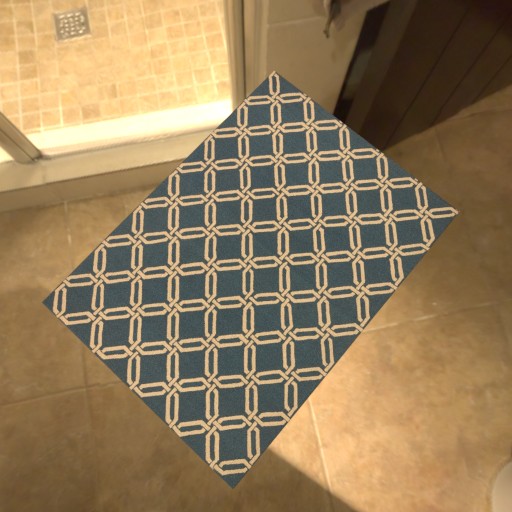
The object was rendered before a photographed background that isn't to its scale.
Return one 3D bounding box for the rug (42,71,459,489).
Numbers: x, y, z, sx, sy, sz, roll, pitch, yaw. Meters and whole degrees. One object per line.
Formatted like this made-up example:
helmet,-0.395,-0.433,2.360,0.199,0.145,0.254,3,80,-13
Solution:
rug,0.000,0.000,4.280,2.432,0.018,3.342,41,79,9
